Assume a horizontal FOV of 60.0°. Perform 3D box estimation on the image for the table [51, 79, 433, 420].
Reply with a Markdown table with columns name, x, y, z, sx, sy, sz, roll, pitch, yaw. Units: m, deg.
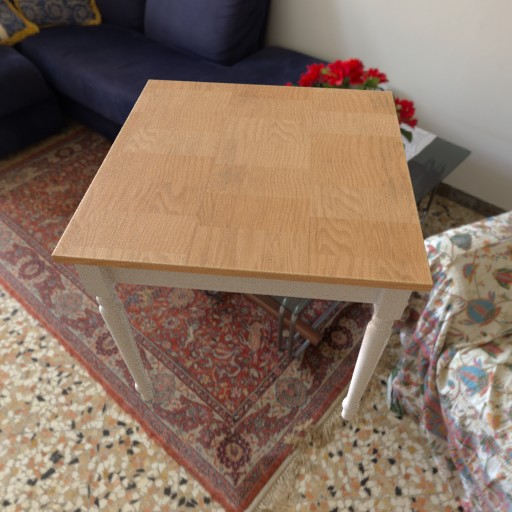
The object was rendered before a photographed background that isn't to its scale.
| name | x | y | z | sx | sy | sz | roll | pitch | yaw |
| --- | --- | --- | --- | --- | --- | --- | --- | --- | --- |
| table | 0.000 | 0.000 | 1.381 | 0.747 | 0.738 | 0.747 | 4 | 48 | 4 |
